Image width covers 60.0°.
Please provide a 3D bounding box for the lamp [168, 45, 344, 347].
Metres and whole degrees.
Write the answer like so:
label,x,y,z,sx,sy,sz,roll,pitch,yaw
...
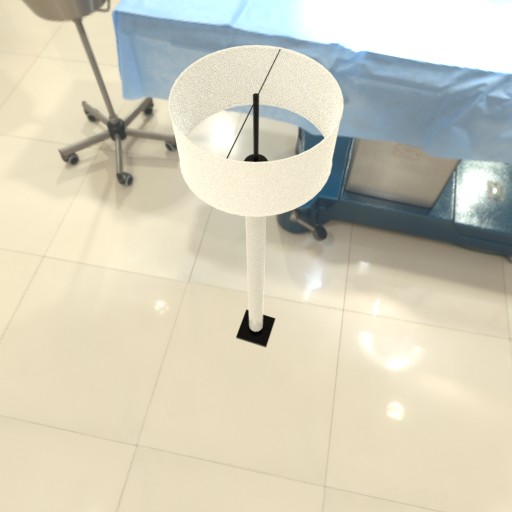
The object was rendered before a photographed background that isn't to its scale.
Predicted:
label,x,y,z,sx,sy,sz,roll,pitch,yaw
lamp,0.000,0.000,1.683,0.420,1.475,0.420,16,60,9
